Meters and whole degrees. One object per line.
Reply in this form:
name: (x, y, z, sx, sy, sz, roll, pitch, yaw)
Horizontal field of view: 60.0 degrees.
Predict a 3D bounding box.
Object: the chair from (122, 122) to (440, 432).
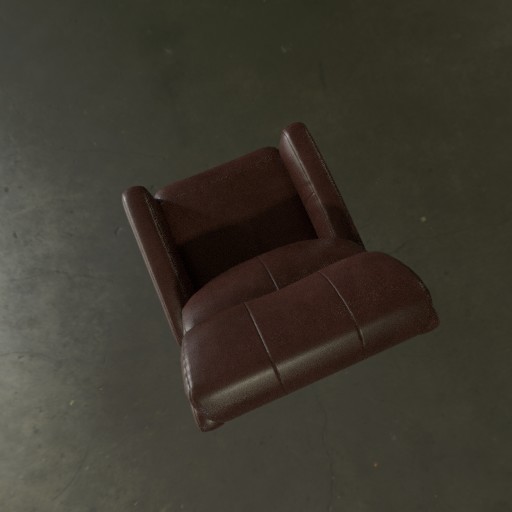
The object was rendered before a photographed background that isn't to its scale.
chair: (0.000, 0.000, 1.673, 0.787, 1.016, 0.939, -23, 78, -5)
